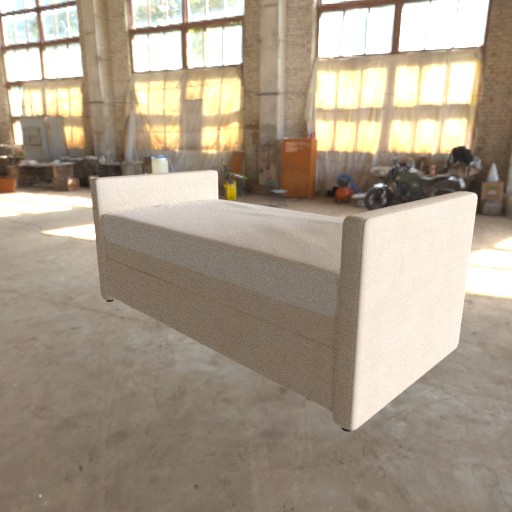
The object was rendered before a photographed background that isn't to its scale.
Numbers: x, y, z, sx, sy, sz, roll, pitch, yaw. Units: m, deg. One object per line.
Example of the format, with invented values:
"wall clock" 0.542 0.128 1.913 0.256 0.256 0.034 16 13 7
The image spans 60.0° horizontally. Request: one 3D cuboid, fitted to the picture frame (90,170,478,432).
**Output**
"picture frame" 0.000 0.000 2.754 1.069 0.891 2.161 -15 21 -43
